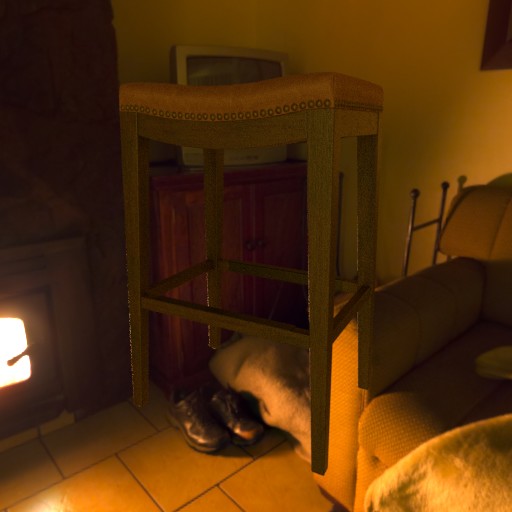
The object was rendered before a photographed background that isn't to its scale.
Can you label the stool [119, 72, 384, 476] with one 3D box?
[{"bbox_3d":[0.000,0.000,1.039,0.500,0.759,0.361,9,19,27],"label":"stool"}]
